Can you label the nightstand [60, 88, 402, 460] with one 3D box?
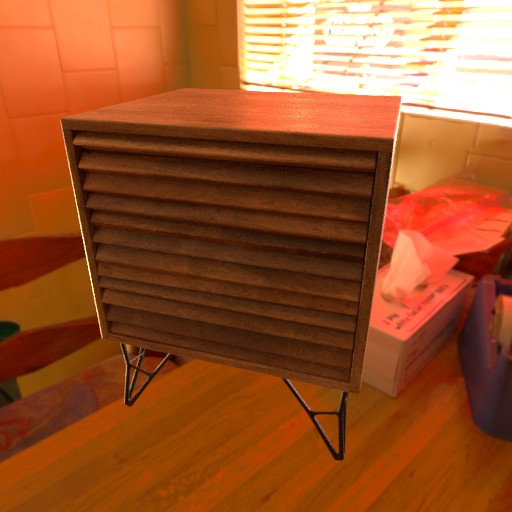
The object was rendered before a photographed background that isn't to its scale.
[{"bbox_3d":[0.000,0.000,0.860,0.457,0.559,0.406,8,28,16],"label":"nightstand"}]
